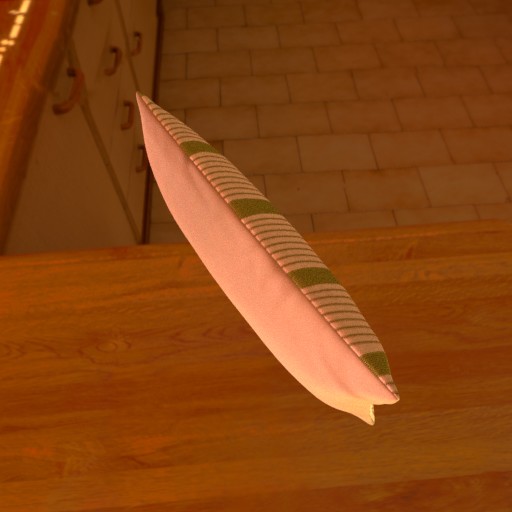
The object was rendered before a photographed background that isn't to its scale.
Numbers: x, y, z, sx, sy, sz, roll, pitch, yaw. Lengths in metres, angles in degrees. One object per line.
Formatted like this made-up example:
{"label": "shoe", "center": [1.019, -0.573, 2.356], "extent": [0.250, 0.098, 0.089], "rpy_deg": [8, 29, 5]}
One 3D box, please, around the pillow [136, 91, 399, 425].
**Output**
{"label": "pillow", "center": [0.000, 0.000, 0.726], "extent": [0.156, 0.292, 0.608], "rpy_deg": [-30, 63, -18]}
